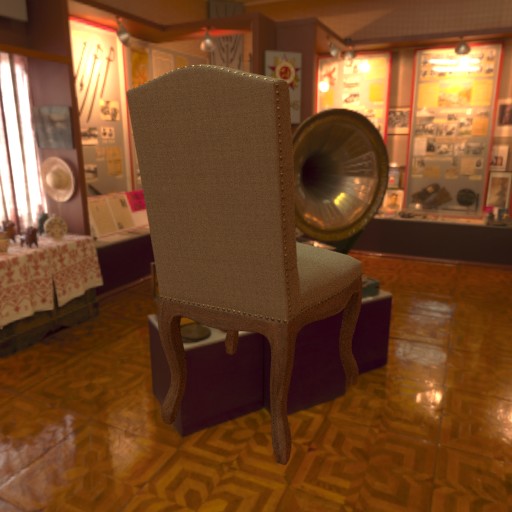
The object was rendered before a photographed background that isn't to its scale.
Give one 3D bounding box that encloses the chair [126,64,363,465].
[{"bbox_3d":[0.000,0.000,1.592,0.637,1.191,0.731,7,16,26],"label":"chair"}]
